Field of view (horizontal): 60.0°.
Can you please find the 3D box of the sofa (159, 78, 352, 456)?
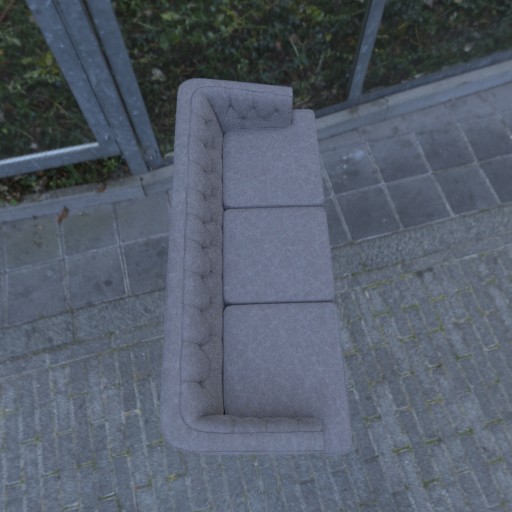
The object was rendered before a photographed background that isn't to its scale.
[{"bbox_3d":[0.000,0.000,2.706,0.917,0.806,2.247,-2,65,-1],"label":"sofa"}]
